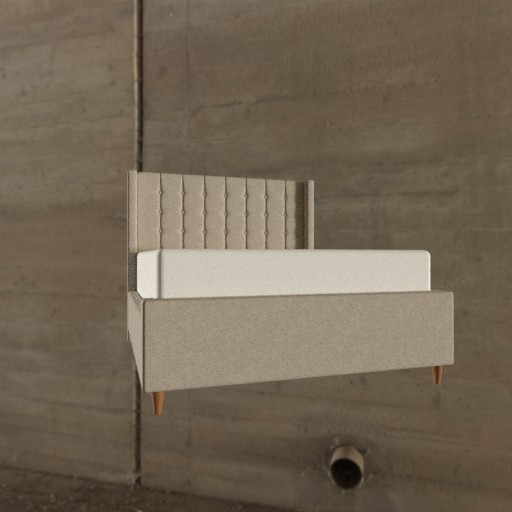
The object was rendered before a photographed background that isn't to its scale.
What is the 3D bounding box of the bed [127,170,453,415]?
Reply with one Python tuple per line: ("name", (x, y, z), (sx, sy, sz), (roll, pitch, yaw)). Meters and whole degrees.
("bed", (0.000, 0.000, 3.797), (2.045, 1.743, 2.370), (0, 0, -18))
